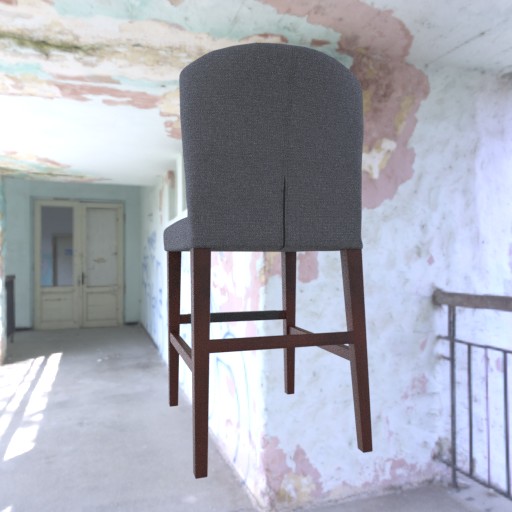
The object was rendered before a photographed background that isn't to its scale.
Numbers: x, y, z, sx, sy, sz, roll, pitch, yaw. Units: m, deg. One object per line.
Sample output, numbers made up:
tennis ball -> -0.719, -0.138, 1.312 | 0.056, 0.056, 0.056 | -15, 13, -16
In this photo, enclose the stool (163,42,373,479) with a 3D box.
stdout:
stool -> 0.000, 0.000, 1.271 | 0.479, 0.968, 0.568 | 0, 0, -18
